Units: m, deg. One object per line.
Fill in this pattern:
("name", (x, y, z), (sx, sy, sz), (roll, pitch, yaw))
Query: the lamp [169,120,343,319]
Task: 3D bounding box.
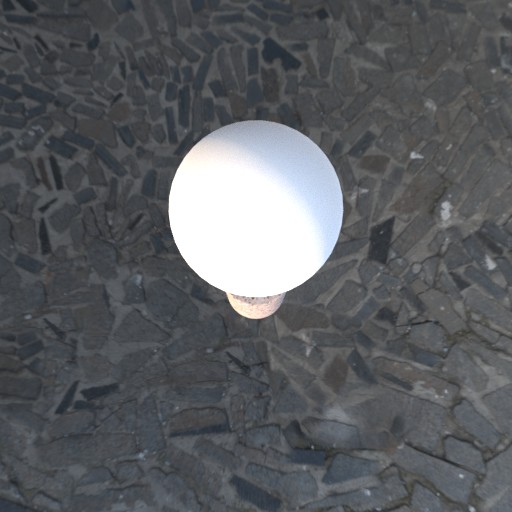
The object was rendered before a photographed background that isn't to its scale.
("lamp", (0.000, 0.000, 0.554), (0.153, 0.480, 0.153), (0, 75, 0))
